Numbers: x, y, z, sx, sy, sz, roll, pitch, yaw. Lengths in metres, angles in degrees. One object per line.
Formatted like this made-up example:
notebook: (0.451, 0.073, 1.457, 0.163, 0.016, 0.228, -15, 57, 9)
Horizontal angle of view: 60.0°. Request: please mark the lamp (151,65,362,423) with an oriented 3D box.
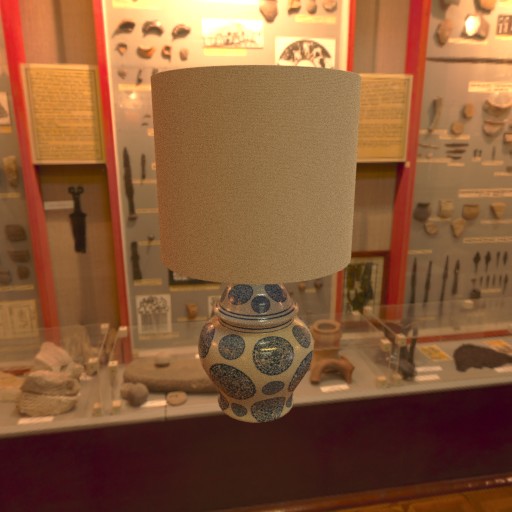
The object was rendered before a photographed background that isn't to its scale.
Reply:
lamp: (0.000, 0.000, 0.513, 0.215, 0.381, 0.215, -2, 16, -8)
